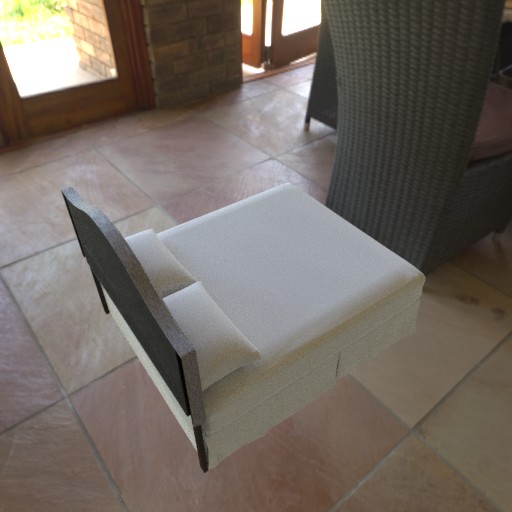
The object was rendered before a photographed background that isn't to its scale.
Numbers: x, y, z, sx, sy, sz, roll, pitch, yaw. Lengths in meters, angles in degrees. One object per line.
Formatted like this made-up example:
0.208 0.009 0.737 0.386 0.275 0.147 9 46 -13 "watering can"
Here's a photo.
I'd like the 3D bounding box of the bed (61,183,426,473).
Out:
0.000 0.000 2.996 1.870 1.295 1.610 -25 47 -26 "bed"
